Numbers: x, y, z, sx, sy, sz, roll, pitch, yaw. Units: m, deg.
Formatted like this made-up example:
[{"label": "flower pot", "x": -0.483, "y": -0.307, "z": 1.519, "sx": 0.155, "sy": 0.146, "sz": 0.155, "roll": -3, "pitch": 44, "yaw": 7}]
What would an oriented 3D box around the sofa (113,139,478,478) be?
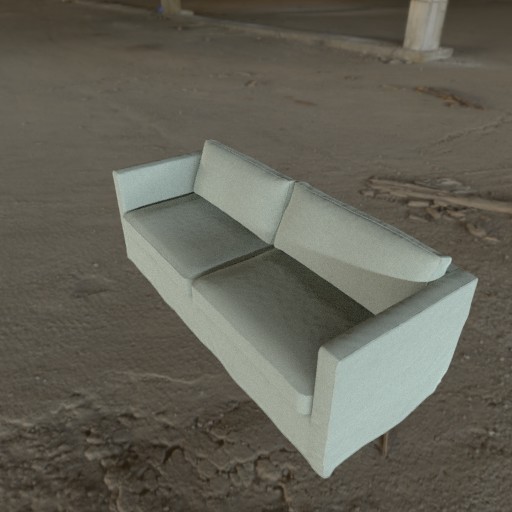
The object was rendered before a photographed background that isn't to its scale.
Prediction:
[{"label": "sofa", "x": 0.000, "y": 0.000, "z": 2.767, "sx": 0.962, "sy": 0.853, "sz": 2.312, "roll": -22, "pitch": 39, "yaw": -29}]
